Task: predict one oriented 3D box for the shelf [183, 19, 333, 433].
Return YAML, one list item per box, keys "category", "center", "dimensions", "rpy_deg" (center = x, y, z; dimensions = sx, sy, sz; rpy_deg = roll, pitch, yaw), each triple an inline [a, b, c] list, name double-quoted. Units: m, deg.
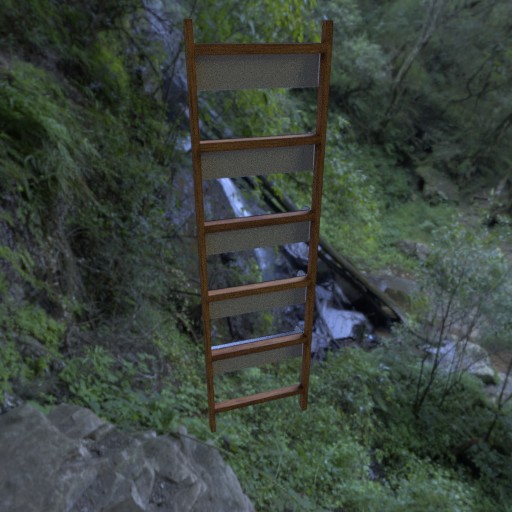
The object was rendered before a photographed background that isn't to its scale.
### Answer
- category: "shelf"
  center: [0.000, 0.000, 1.702]
  dimensions: [0.454, 1.600, 0.141]
  rpy_deg: [-8, 28, -15]
